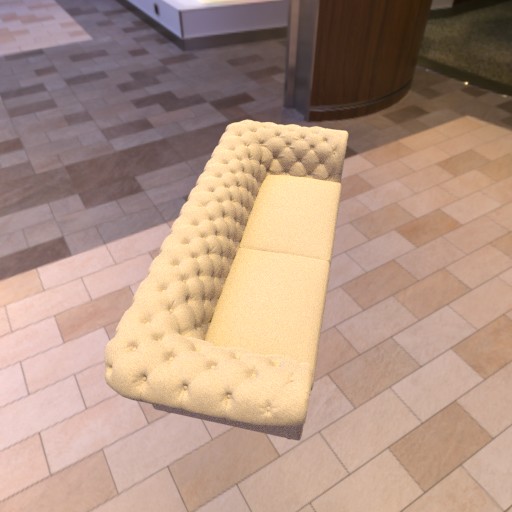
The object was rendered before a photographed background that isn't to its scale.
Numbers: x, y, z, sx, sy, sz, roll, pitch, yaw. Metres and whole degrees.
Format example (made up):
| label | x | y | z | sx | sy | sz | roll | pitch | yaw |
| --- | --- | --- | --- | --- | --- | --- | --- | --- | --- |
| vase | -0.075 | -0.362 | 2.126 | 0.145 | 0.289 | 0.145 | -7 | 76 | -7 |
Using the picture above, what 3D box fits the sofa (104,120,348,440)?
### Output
| label | x | y | z | sx | sy | sz | roll | pitch | yaw |
| --- | --- | --- | --- | --- | --- | --- | --- | --- | --- |
| sofa | 0.000 | 0.000 | 3.204 | 1.076 | 0.847 | 2.694 | 9 | 45 | 9 |
